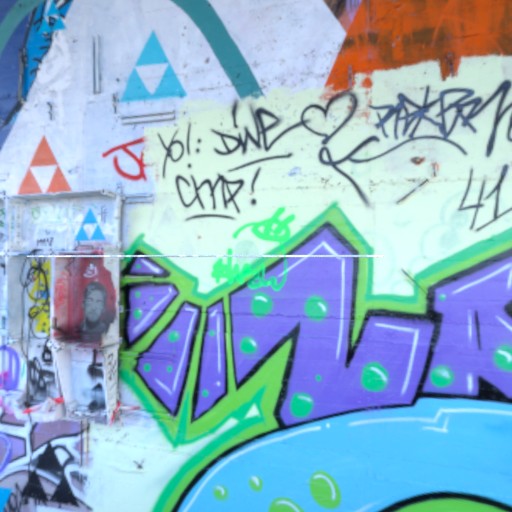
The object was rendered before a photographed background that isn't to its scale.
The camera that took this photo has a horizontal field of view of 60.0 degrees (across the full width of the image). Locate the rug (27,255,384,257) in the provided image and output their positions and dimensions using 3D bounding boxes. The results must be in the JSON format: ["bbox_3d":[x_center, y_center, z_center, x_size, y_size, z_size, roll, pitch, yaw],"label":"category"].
[{"bbox_3d":[0.000,0.000,2.785,1.522,0.013,2.133,0,0,17],"label":"rug"}]
